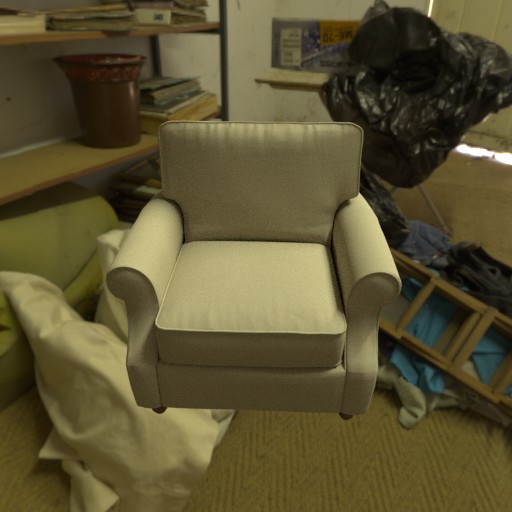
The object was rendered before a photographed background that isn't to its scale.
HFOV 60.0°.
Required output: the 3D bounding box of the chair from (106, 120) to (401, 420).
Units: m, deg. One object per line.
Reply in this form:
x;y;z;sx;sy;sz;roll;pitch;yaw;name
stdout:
0.000;0.000;1.836;1.029;0.967;0.966;1;30;2;chair
